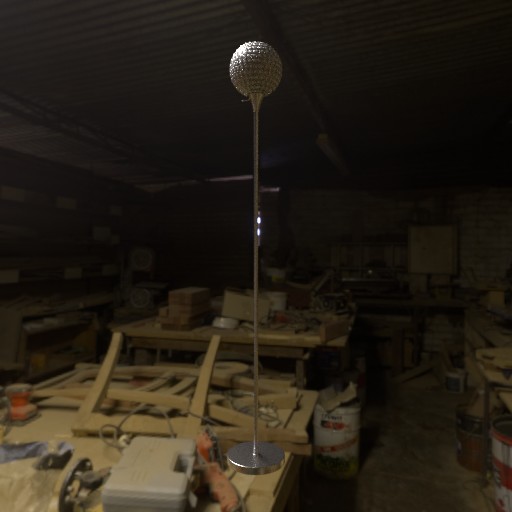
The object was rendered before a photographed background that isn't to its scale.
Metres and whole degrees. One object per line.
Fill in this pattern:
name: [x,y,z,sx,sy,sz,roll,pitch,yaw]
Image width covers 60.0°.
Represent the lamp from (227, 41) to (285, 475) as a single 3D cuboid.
lamp: [0.000,0.000,1.941,0.254,1.805,0.254,0,1,0]
